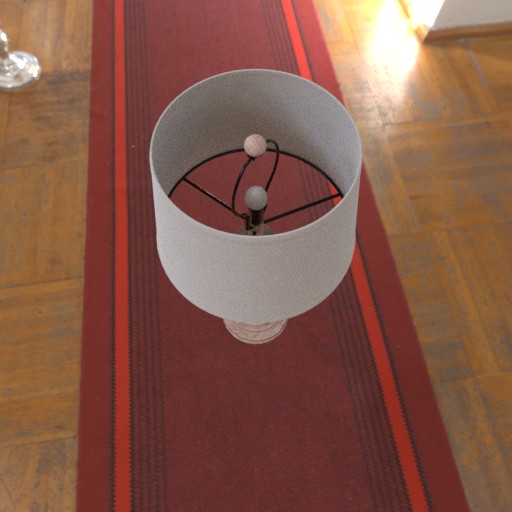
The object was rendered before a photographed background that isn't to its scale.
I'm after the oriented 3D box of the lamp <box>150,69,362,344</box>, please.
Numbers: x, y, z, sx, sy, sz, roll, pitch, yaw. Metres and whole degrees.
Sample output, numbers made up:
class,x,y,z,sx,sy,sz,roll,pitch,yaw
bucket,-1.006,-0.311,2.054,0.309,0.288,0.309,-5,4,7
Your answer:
class,x,y,z,sx,sy,sz,roll,pitch,yaw
lamp,0.000,0.000,0.862,0.340,0.678,0.340,0,64,0
